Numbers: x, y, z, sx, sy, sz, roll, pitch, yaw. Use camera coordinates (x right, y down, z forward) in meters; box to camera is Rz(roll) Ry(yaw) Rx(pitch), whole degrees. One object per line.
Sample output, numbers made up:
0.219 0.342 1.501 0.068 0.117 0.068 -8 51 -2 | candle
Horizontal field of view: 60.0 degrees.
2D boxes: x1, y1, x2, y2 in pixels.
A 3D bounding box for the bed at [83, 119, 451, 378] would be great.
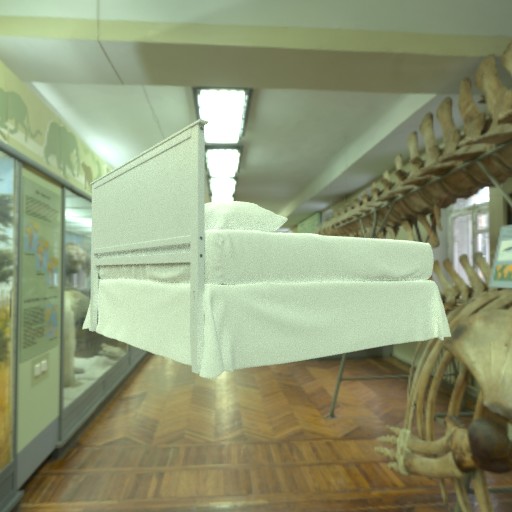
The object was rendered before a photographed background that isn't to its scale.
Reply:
0.000 0.000 3.642 2.215 1.273 2.317 1 -2 -35 | bed
